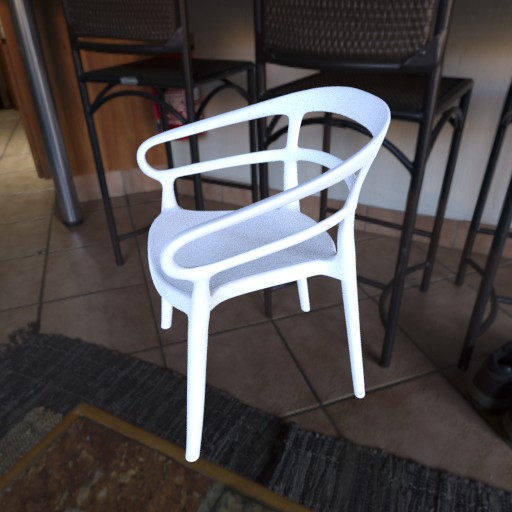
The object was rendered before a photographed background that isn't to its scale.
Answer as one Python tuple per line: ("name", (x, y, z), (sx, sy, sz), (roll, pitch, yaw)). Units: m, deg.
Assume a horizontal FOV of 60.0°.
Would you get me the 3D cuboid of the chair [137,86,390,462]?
("chair", (0.000, 0.000, 1.122), (0.527, 0.761, 0.559), (-9, 33, -14))
